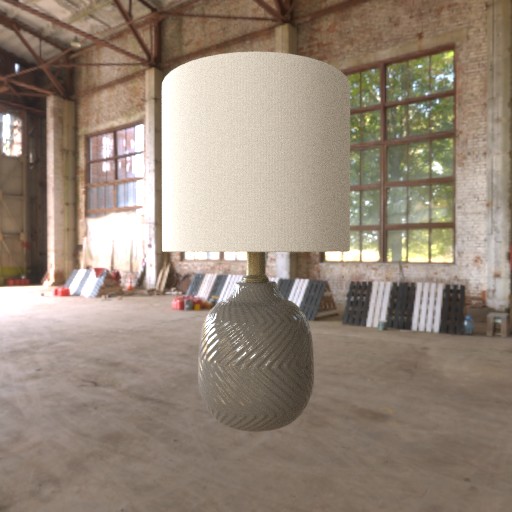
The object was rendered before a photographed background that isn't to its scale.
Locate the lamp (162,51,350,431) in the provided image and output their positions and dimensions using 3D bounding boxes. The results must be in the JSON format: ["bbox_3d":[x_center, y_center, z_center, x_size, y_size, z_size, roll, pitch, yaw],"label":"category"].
[{"bbox_3d":[0.000,0.000,0.499,0.207,0.366,0.207,-1,1,-36],"label":"lamp"}]
